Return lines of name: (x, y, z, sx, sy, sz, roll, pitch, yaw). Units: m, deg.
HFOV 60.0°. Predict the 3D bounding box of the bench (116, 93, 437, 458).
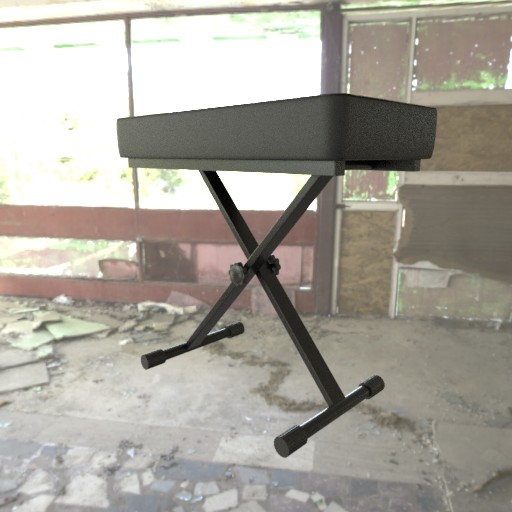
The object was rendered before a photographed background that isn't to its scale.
bench: (0.000, 0.000, 0.918, 0.300, 0.561, 0.600, -12, 18, -43)
